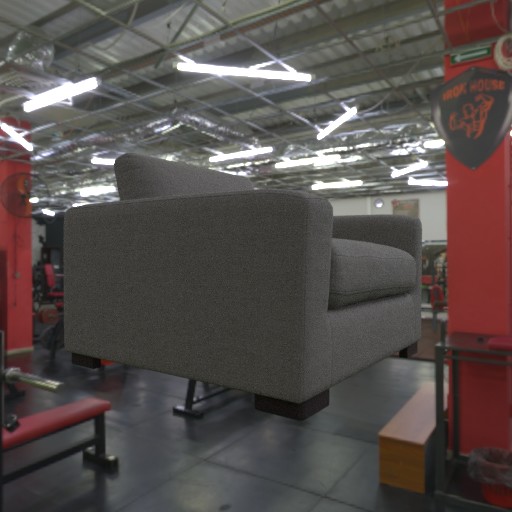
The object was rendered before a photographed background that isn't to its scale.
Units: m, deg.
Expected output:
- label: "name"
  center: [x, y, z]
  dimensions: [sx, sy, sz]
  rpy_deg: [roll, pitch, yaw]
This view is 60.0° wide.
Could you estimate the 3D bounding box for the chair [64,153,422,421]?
- label: "chair"
  center: [0.000, 0.000, 1.841]
  dimensions: [1.100, 0.847, 1.070]
  rpy_deg: [0, 0, 36]
